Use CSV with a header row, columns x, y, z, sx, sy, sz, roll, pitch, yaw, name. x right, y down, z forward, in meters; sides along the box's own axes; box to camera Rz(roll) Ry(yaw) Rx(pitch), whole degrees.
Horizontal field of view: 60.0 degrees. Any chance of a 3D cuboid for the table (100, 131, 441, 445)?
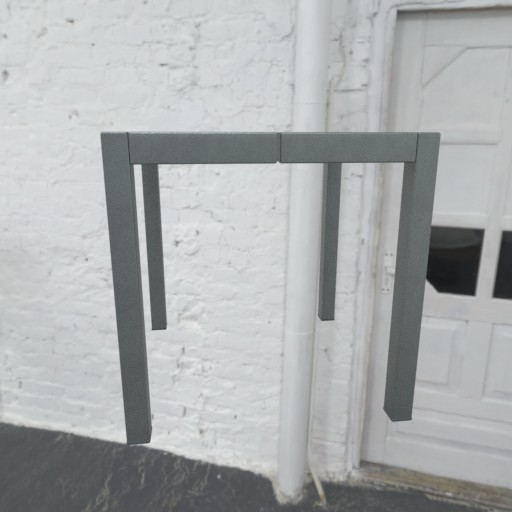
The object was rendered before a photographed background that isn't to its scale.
x,y,z,sx,sy,sz,roll,pitch,yaw,name
0.000,0.000,0.955,0.508,0.508,0.508,-2,15,-7,table
